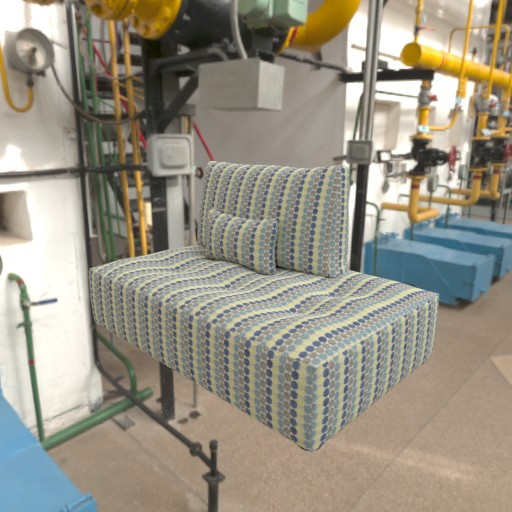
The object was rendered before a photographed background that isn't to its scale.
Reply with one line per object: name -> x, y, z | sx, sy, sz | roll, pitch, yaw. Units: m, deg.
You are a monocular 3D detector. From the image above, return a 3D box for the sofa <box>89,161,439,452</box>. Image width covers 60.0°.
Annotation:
sofa -> 0.000, 0.000, 2.065 | 1.450, 0.820, 1.000 | 14, 21, 42
